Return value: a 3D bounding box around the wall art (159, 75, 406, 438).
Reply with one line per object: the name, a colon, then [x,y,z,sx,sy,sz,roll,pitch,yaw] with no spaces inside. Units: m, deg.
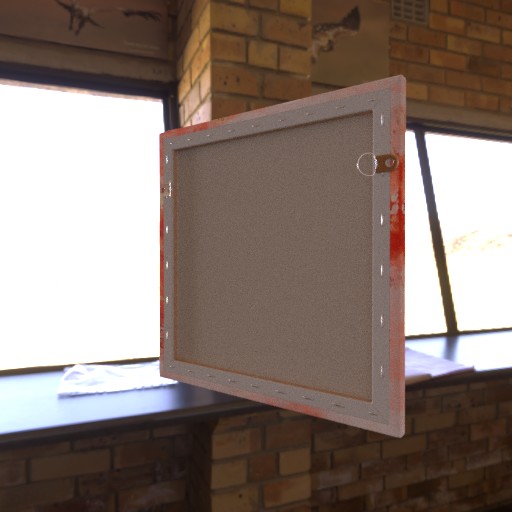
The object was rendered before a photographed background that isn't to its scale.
wall art: [0.000,0.000,1.331,0.878,0.878,0.066,0,1,37]
